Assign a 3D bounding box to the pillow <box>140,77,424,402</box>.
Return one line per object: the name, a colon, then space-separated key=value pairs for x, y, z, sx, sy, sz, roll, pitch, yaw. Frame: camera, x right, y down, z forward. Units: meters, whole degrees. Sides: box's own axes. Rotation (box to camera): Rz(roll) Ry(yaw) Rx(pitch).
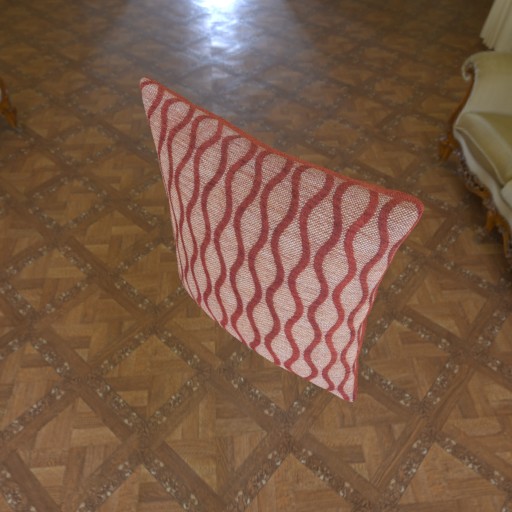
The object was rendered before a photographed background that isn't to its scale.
pillow: x=0.000 y=0.000 z=0.678 sx=0.429 sy=0.434 sz=0.159 roll=31 pitch=55 yaw=25
